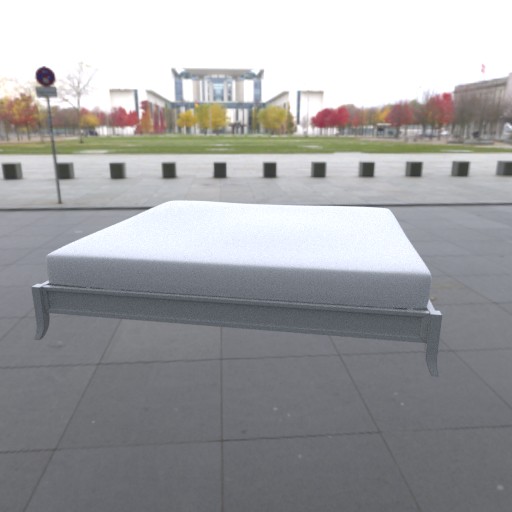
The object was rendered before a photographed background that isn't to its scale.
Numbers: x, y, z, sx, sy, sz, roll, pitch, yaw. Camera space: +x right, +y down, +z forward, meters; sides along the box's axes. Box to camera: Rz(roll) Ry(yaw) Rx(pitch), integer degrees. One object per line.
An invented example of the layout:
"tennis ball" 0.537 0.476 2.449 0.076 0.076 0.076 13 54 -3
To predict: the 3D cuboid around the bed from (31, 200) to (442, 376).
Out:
"bed" 0.000 0.000 3.135 2.108 0.510 2.007 3 16 10
